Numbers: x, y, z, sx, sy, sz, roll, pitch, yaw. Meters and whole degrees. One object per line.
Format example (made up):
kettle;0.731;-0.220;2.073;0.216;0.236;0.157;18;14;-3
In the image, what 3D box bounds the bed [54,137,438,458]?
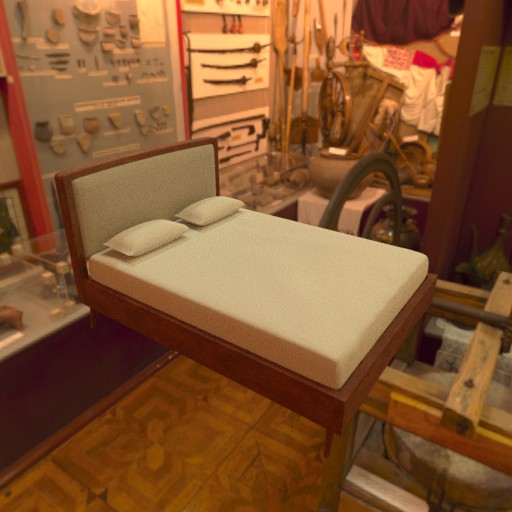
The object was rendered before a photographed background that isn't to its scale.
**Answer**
bed;0.000;0.000;3.229;2.196;1.275;1.587;17;31;32
